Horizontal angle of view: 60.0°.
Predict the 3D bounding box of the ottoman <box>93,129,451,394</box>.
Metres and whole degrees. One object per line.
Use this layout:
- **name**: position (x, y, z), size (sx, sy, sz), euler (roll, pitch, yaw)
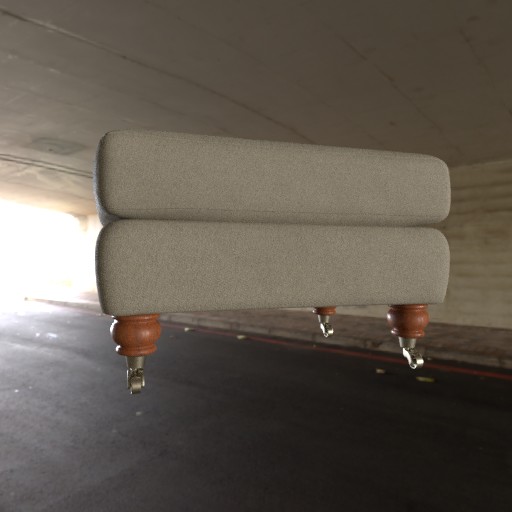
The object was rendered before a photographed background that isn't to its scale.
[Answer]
- **ottoman**: position (0.000, 0.000, 1.133), size (0.773, 0.504, 0.569), euler (0, 0, -18)
